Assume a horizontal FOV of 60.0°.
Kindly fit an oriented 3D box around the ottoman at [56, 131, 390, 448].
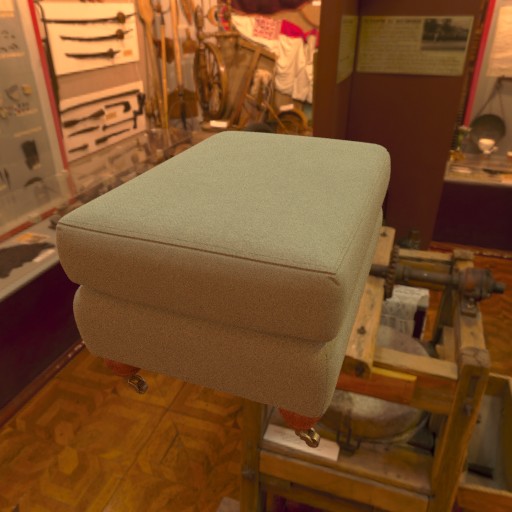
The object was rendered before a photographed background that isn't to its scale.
[{"bbox_3d":[0.000,0.000,1.146,0.569,0.499,0.773,10,31,18],"label":"ottoman"}]
